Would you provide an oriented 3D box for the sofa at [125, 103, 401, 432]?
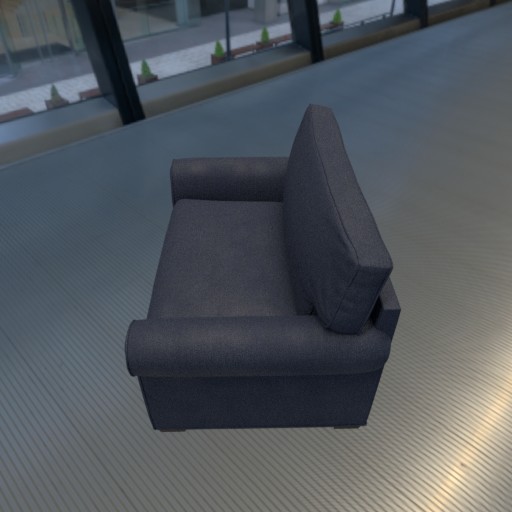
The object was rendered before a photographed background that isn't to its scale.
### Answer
[{"bbox_3d":[0.000,0.000,2.094,0.938,1.004,1.405,-1,40,-1],"label":"sofa"}]
